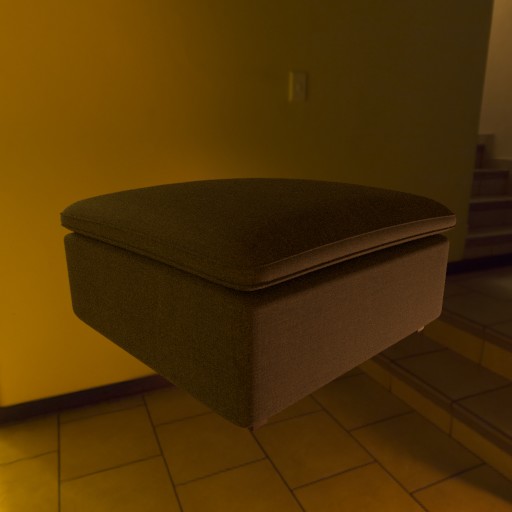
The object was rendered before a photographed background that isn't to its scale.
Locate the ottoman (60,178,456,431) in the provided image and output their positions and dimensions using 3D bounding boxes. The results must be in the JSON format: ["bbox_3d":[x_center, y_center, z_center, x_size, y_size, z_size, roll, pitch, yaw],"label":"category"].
[{"bbox_3d":[0.000,0.000,1.667,1.067,0.559,1.067,-13,20,-42],"label":"ottoman"}]
